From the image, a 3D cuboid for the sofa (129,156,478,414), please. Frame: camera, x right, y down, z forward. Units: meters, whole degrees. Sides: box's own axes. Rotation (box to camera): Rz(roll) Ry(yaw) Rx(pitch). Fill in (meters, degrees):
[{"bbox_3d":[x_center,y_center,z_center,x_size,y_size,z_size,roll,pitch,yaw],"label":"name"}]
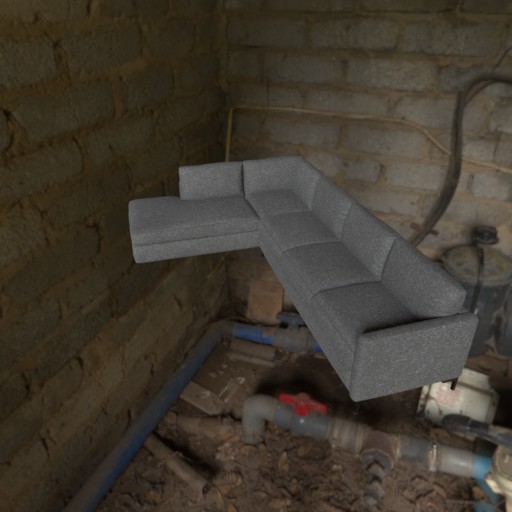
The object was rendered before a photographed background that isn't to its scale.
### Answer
[{"bbox_3d":[0.000,0.000,3.751,2.007,0.815,2.949,-8,31,-14],"label":"sofa"}]
